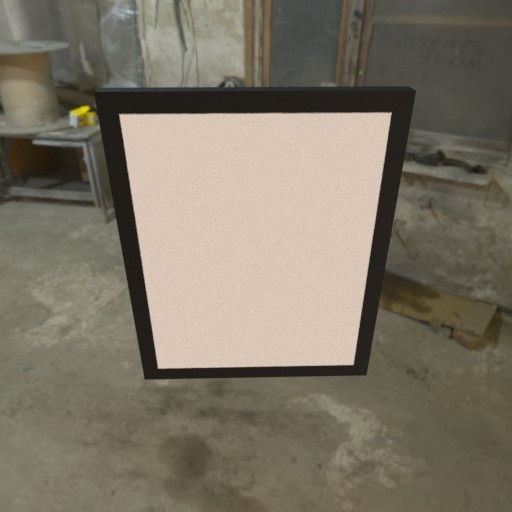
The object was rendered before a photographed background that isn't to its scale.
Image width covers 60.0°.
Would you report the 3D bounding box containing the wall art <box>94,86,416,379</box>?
[{"bbox_3d":[0.000,0.000,0.564,0.329,0.404,0.024,-1,30,-1],"label":"wall art"}]
